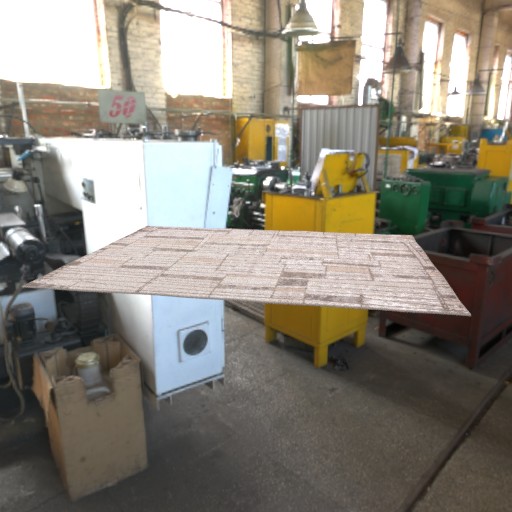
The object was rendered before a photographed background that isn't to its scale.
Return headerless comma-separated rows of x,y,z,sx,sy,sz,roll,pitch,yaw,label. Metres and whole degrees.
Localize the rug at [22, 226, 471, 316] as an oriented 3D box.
0.000,0.000,4.397,3.357,0.019,2.449,3,16,10,rug
